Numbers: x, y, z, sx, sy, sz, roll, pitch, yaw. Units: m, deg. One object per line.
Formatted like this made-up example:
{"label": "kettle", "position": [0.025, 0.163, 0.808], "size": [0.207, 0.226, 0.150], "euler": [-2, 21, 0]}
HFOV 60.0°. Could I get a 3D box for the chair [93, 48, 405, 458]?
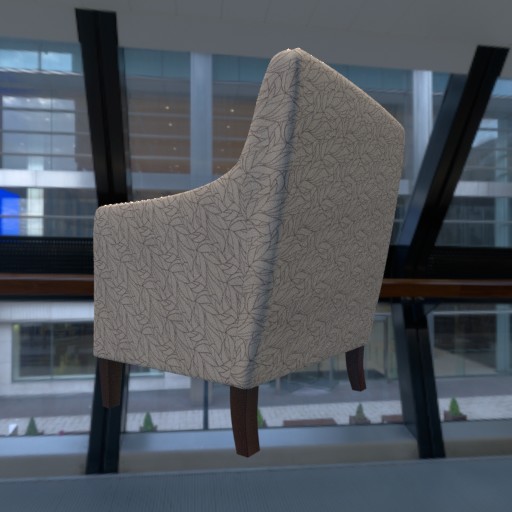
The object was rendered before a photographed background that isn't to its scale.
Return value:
{"label": "chair", "position": [0.000, 0.000, 1.252], "size": [0.651, 0.816, 0.623], "euler": [-1, -1, 36]}
